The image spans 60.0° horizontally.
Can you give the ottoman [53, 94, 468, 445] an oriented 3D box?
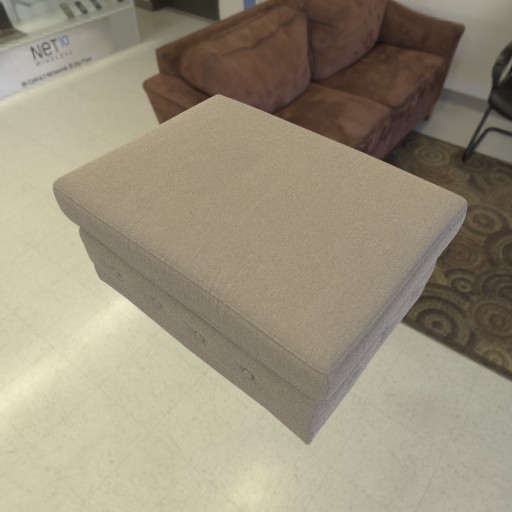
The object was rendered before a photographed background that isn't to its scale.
[{"bbox_3d":[0.000,0.000,1.132,0.771,0.500,0.569,32,54,26],"label":"ottoman"}]
